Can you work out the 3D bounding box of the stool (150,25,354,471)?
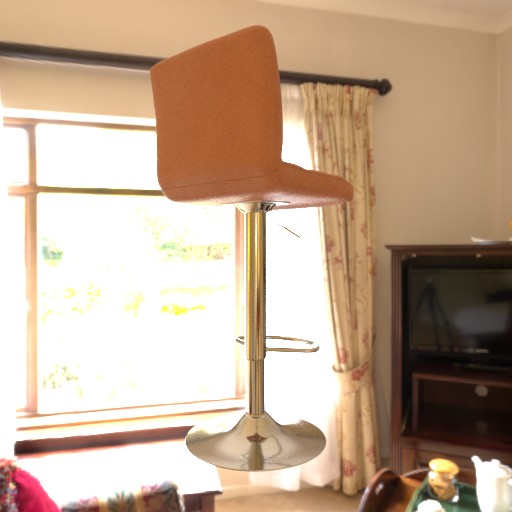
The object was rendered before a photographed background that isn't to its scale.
[{"bbox_3d":[0.000,0.000,1.349,0.430,1.115,0.505,0,0,37],"label":"stool"}]
